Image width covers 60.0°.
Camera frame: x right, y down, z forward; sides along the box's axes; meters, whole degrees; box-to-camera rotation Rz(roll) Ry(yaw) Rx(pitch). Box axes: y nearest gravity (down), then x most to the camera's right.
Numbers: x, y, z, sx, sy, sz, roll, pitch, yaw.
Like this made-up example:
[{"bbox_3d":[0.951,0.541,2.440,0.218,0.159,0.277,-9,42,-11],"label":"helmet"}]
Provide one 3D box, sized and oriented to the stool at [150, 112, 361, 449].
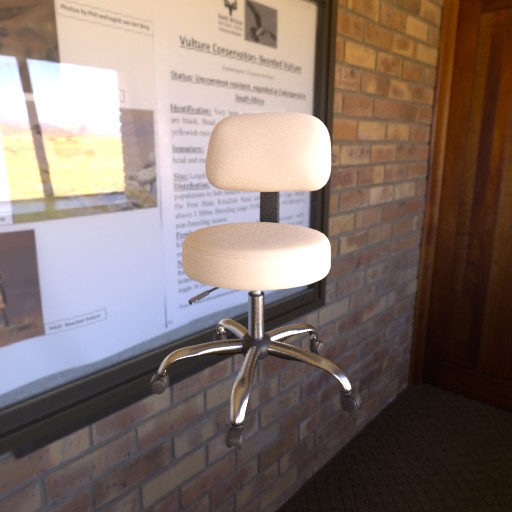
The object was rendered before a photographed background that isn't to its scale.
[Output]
[{"bbox_3d":[0.000,0.000,1.243,0.609,0.810,0.616,2,14,10],"label":"stool"}]
